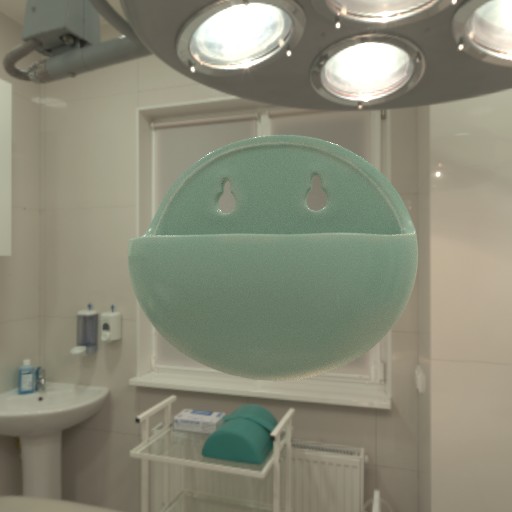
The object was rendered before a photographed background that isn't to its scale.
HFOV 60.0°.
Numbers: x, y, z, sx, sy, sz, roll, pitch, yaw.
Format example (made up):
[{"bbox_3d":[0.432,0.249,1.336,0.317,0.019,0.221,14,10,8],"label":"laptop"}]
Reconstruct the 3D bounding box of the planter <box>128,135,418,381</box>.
[{"bbox_3d":[0.000,0.000,0.271,0.189,0.164,0.073,0,0,18],"label":"planter"}]
